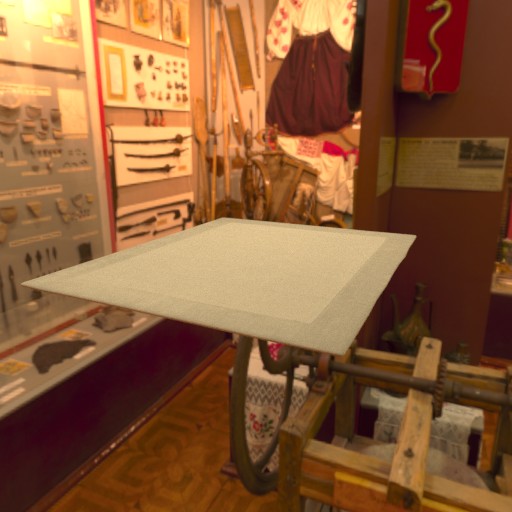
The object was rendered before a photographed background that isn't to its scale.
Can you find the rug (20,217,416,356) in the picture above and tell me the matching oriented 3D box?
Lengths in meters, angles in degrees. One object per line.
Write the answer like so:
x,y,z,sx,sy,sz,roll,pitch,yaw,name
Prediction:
0.000,0.000,4.012,2.430,0.018,2.976,7,17,25,rug
